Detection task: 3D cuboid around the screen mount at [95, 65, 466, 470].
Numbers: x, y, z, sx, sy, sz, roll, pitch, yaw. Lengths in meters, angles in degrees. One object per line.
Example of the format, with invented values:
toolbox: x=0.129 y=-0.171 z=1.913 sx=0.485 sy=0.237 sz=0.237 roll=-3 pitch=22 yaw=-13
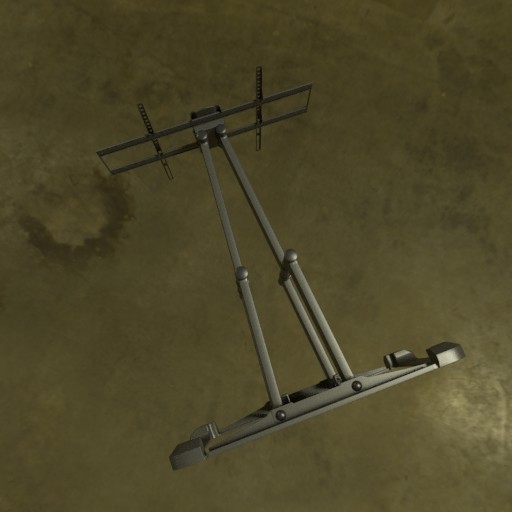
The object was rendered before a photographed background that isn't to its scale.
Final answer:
screen mount: x=0.000 y=0.000 z=1.327 sx=0.725 sy=0.483 sz=0.905 roll=-19 pitch=76 yaw=-5
